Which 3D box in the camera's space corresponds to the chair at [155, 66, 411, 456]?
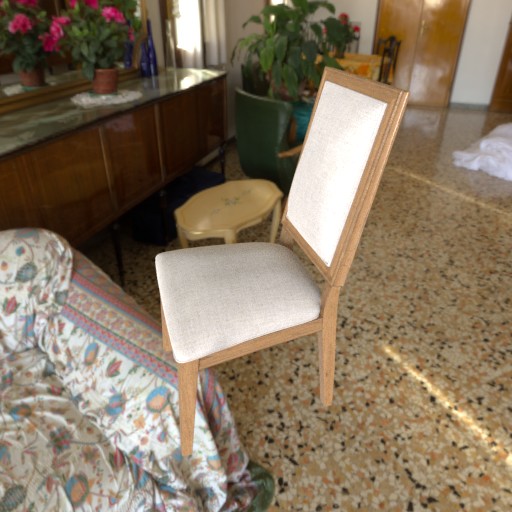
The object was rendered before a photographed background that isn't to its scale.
[{"bbox_3d":[0.000,0.000,1.333,0.601,0.988,0.536,-9,31,-14],"label":"chair"}]
